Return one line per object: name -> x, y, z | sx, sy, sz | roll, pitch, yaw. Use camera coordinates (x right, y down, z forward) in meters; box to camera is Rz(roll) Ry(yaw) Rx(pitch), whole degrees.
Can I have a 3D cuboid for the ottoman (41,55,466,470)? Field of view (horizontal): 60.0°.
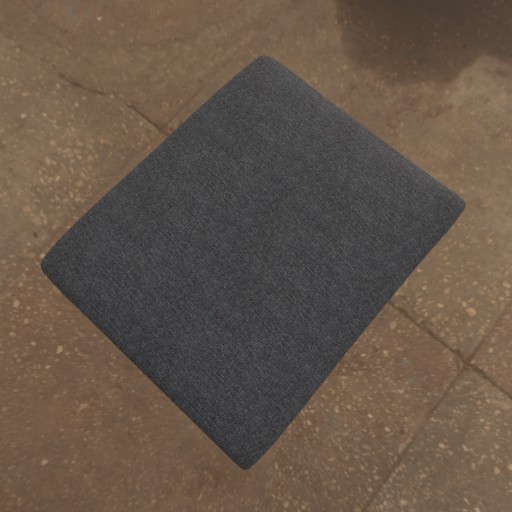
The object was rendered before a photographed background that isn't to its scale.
ottoman -> 0.000, 0.000, 1.270 | 0.695, 0.533, 0.831 | 41, 78, 10
